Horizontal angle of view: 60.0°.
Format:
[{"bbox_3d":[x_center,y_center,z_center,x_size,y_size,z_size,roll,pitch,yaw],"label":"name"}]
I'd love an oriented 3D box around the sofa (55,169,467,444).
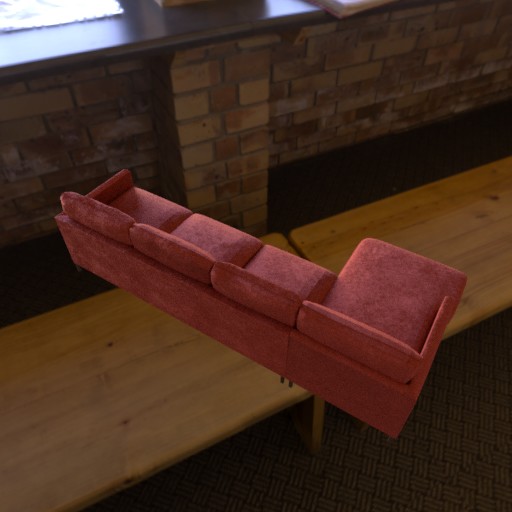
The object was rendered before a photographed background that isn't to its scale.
[{"bbox_3d":[0.000,0.000,4.013,3.400,0.967,1.500,24,50,22],"label":"sofa"}]
